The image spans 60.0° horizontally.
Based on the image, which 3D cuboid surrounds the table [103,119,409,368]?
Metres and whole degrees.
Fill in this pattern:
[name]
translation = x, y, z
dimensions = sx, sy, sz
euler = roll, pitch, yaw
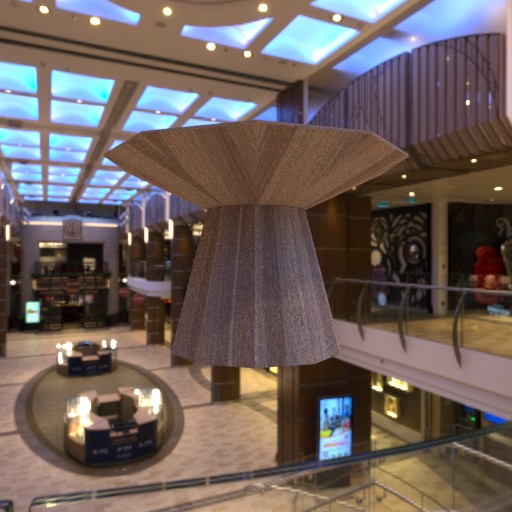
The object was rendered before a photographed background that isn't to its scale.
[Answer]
[table]
translation = 0.000, 0.000, 1.821
dimensions = 1.186, 0.752, 1.186
euler = 0, 0, 0
